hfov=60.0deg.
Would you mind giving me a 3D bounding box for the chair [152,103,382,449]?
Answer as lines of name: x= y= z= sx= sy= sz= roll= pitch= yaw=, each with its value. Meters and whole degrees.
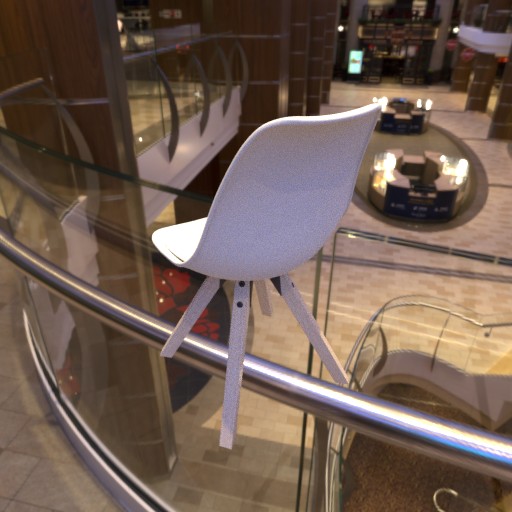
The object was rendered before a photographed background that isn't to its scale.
chair: x=0.000 y=0.000 z=1.190 sx=0.485 sy=0.850 sz=0.550 roll=-18 pitch=35 yaw=-28
